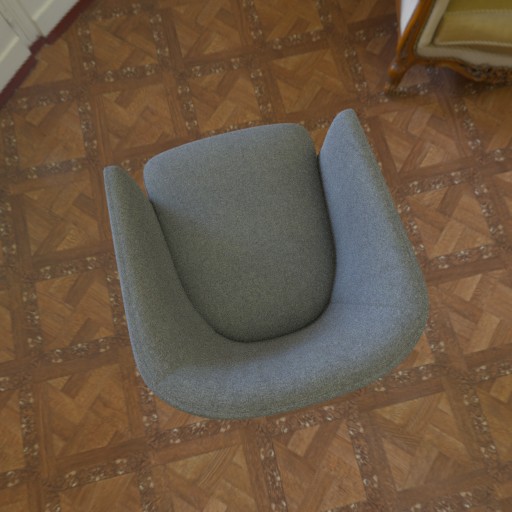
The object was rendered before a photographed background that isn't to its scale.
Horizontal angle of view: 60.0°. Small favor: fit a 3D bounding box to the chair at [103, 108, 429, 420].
[{"bbox_3d":[0.000,0.000,1.568,0.822,0.861,0.986,-15,76,-4],"label":"chair"}]
